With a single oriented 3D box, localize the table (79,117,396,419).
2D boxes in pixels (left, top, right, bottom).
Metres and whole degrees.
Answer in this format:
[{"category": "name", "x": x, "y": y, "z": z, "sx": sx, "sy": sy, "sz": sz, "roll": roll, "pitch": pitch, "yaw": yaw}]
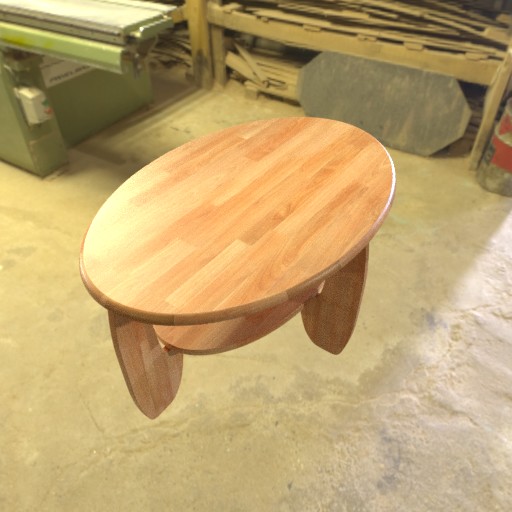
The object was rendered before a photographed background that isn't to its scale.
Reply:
[{"category": "table", "x": 0.000, "y": 0.000, "z": 1.348, "sx": 0.690, "sy": 0.490, "sz": 1.040, "roll": 25, "pitch": 47, "yaw": 26}]
